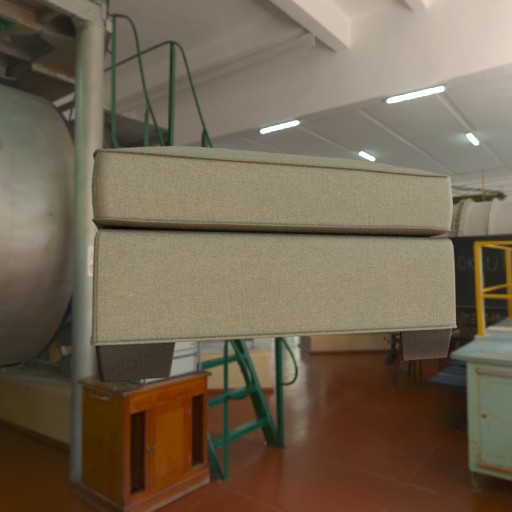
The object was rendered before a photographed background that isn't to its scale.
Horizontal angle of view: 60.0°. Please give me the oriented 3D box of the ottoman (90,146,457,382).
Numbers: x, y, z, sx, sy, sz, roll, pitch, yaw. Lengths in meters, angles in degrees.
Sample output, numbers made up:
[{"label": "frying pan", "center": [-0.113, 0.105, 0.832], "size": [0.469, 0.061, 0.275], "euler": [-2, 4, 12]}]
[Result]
[{"label": "ottoman", "center": [0.000, 0.000, 1.242], "size": [0.843, 0.504, 0.619], "euler": [1, -2, -17]}]
